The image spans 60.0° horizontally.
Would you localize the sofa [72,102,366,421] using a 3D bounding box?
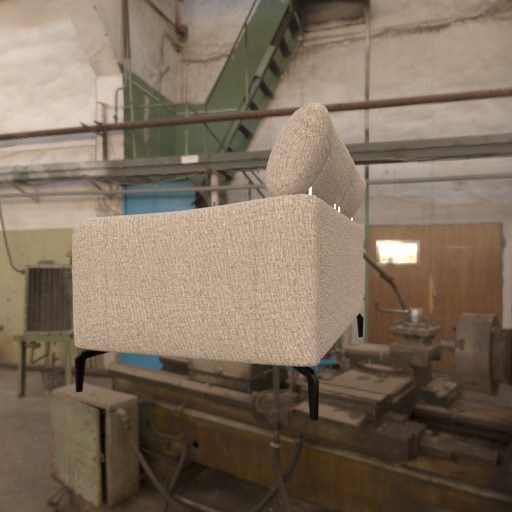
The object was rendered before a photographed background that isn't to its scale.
[{"bbox_3d":[0.000,0.000,2.074,0.905,0.950,1.540,0,0,19],"label":"sofa"}]
